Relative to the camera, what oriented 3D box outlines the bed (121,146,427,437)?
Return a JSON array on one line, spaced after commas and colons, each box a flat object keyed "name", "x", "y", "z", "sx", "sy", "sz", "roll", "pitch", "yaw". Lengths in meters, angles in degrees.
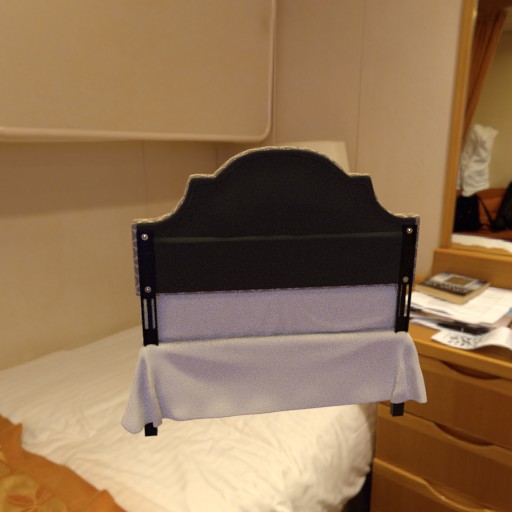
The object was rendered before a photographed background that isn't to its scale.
[{"name": "bed", "x": 0.000, "y": 0.000, "z": 3.405, "sx": 1.780, "sy": 1.633, "sz": 2.222, "roll": -2, "pitch": 14, "yaw": -7}]
